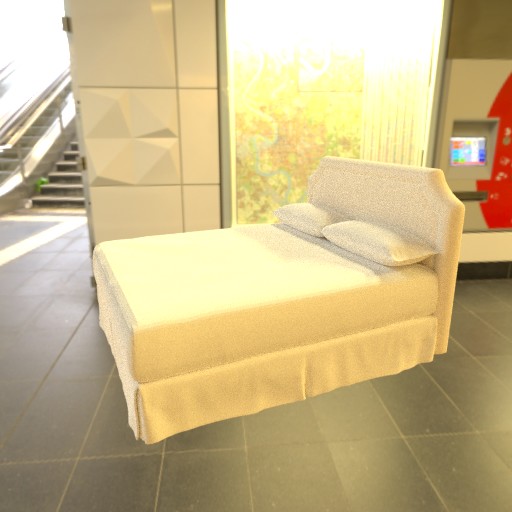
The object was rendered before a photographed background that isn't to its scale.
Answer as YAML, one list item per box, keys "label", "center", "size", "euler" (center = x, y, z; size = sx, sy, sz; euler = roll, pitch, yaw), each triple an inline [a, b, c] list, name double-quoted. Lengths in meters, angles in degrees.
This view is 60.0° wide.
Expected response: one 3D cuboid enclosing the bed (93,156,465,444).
- label: "bed"
  center: [0.000, 0.000, 3.839]
  size: [2.548, 1.524, 2.134]
  euler: [-8, 19, -24]
